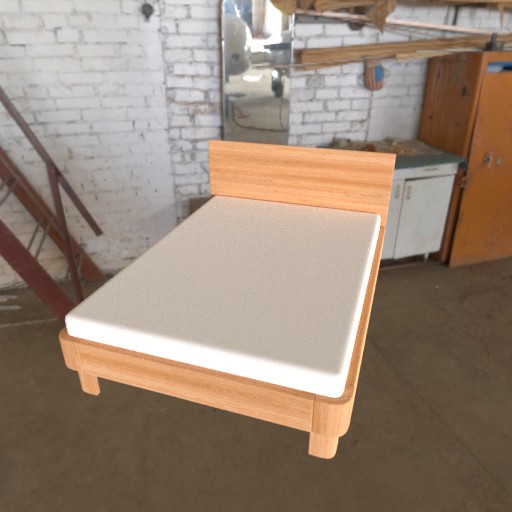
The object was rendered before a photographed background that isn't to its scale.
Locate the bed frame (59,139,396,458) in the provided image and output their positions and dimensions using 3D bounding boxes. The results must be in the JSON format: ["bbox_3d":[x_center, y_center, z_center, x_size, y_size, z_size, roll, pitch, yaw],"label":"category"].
[{"bbox_3d":[0.000,0.000,2.792,1.472,0.940,1.992,9,28,16],"label":"bed frame"}]
